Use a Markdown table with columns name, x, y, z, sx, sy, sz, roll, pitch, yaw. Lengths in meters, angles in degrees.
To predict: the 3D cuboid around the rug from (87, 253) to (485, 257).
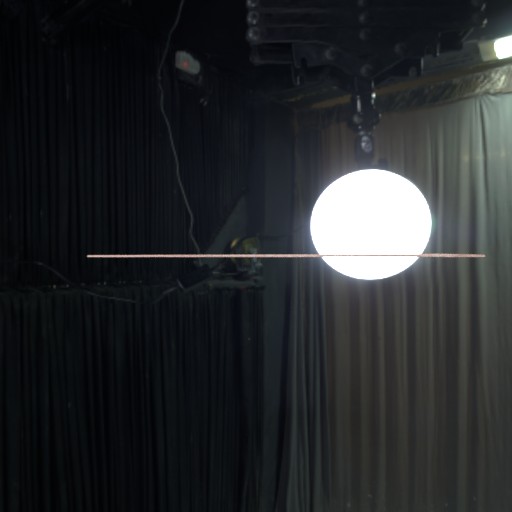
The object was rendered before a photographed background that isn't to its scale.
| name | x | y | z | sx | sy | sz | roll | pitch | yaw |
| --- | --- | --- | --- | --- | --- | --- | --- | --- | --- |
| rug | 0.000 | 0.000 | 2.732 | 2.435 | 0.015 | 0.760 | 0 | 0 | 36 |
